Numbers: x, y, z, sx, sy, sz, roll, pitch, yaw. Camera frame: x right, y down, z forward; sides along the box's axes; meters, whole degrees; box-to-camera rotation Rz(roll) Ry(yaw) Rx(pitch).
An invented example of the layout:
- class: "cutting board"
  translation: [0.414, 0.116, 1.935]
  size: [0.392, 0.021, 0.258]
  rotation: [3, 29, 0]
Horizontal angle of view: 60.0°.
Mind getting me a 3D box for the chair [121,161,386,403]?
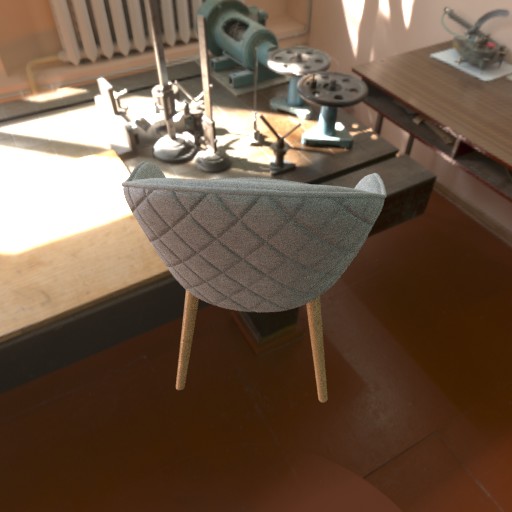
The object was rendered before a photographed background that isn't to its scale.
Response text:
- class: "chair"
  translation: [0.000, 0.000, 1.123]
  size: [0.540, 0.800, 0.530]
  rotation: [4, 45, 4]
